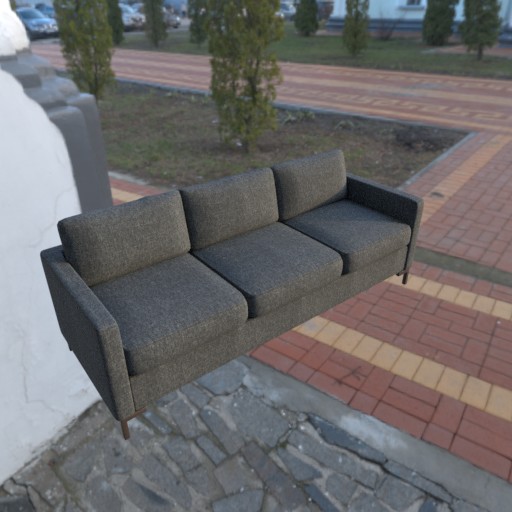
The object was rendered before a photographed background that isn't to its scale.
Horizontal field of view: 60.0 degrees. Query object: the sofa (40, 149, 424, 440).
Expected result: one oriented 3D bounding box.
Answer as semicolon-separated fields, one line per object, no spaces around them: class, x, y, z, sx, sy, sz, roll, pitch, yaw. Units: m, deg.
sofa;0.000;0.000;2.715;2.218;0.874;0.859;-21;36;-32
